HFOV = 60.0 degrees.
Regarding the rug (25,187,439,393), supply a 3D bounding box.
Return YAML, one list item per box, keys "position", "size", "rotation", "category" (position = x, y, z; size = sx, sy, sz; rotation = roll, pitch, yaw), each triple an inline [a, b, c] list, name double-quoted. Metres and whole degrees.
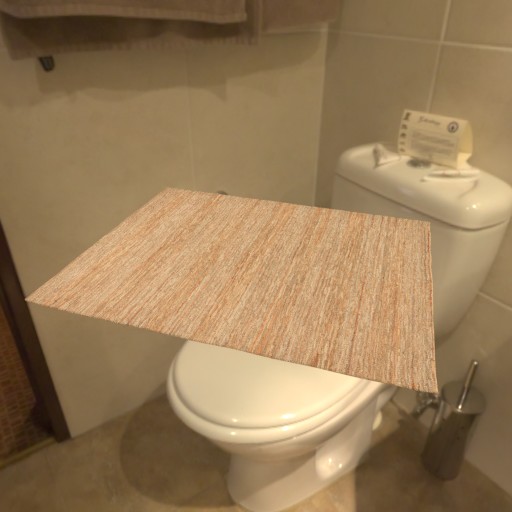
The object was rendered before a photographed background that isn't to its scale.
- position: [0.000, 0.000, 3.864]
  size: [2.939, 0.009, 2.313]
  rotation: [9, 33, 15]
  category: "rug"
